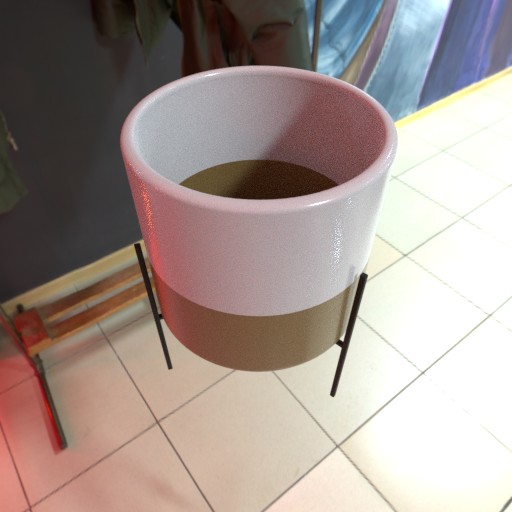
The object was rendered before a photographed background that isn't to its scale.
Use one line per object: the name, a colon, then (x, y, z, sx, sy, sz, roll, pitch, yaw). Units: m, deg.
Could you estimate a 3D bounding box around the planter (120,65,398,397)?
planter: (0.000, 0.000, 0.642, 0.310, 0.432, 0.310, -3, 46, -3)
